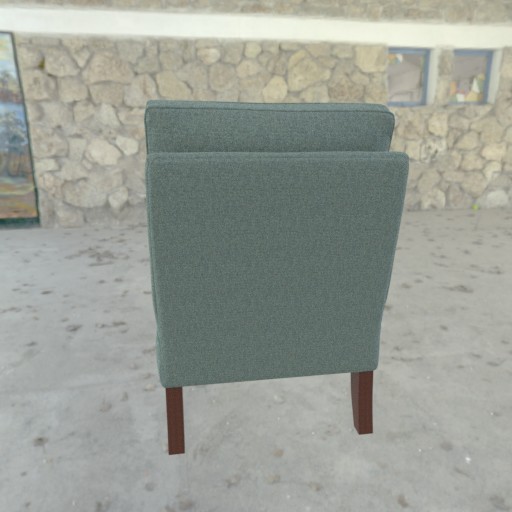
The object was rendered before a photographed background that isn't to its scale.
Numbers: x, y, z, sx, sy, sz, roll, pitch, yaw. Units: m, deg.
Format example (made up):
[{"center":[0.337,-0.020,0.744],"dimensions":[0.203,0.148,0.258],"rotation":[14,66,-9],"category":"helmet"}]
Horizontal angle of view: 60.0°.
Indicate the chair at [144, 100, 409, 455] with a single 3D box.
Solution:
[{"center":[0.000,0.000,1.412],"dimensions":[0.624,0.901,0.796],"rotation":[-2,15,-9],"category":"chair"}]
